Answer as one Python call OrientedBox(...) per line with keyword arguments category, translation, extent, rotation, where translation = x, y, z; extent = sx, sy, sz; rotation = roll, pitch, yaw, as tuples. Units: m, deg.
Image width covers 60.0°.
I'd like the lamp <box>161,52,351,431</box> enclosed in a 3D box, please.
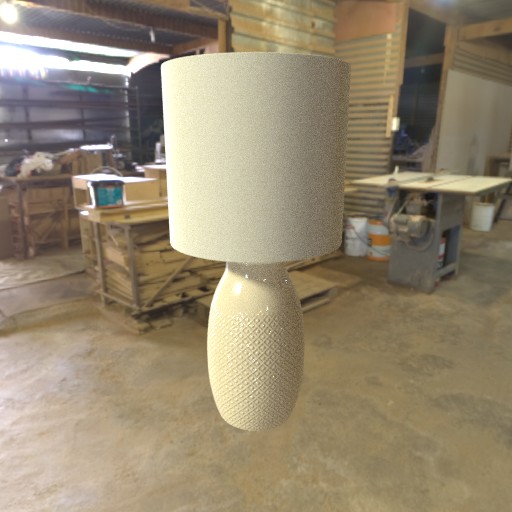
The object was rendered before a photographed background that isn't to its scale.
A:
OrientedBox(category="lamp", translation=(0.000, 0.000, 0.576), extent=(0.217, 0.453, 0.217), rotation=(-15, 21, -43))
